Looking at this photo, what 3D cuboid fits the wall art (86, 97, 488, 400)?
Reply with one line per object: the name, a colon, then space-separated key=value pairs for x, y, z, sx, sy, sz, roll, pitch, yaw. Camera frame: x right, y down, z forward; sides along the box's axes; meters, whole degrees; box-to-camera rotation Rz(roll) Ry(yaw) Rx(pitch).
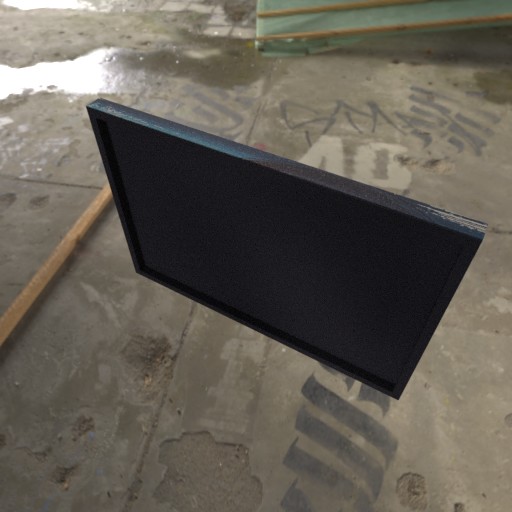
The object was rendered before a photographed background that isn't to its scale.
wall art: x=0.000 y=0.000 z=0.761 sx=0.609 sy=0.406 sz=0.033 roll=23 pitch=51 yaw=20
